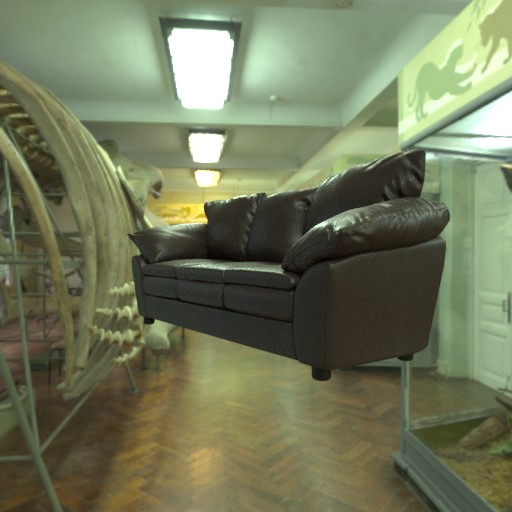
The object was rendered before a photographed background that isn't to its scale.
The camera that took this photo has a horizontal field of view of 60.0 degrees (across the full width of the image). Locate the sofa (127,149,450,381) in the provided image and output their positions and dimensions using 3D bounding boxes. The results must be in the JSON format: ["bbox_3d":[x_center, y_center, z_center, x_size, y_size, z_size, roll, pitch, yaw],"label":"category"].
[{"bbox_3d":[0.000,0.000,2.921,0.907,1.091,2.390,0,0,-36],"label":"sofa"}]
